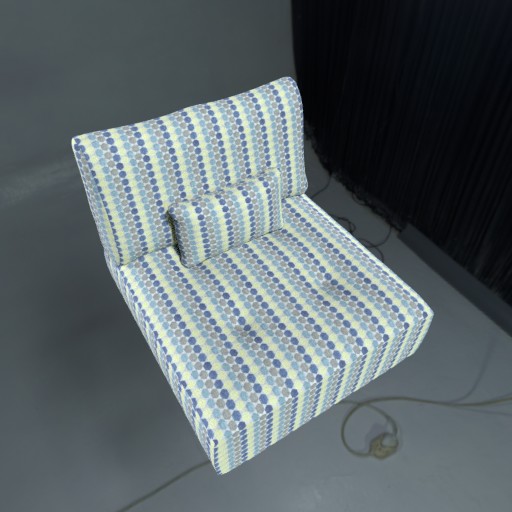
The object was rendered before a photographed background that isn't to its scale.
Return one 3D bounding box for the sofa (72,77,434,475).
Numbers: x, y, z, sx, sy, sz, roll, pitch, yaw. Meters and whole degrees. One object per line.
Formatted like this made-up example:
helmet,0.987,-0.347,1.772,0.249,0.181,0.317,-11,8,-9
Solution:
sofa,0.000,0.000,1.659,0.930,0.830,1.000,-24,51,-22
